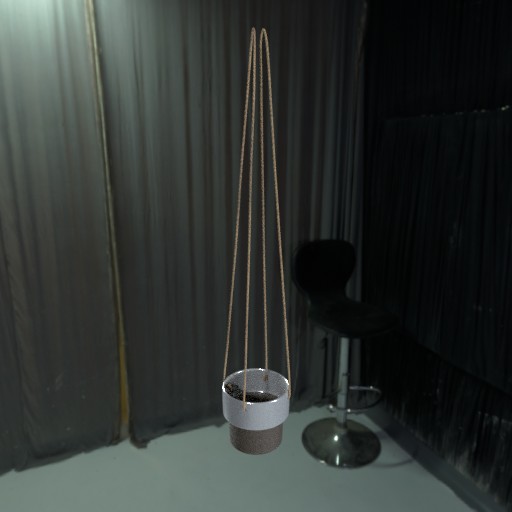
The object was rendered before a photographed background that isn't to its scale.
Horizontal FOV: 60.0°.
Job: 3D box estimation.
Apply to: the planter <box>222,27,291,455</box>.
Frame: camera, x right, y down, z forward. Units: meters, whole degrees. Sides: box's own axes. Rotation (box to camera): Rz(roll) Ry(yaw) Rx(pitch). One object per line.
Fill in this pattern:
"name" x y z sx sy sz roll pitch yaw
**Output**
"planter" 0.000 0.000 1.141 0.187 1.073 0.187 -7 16 -25
